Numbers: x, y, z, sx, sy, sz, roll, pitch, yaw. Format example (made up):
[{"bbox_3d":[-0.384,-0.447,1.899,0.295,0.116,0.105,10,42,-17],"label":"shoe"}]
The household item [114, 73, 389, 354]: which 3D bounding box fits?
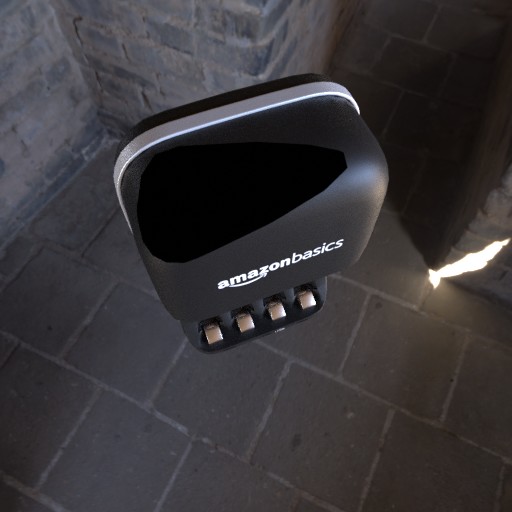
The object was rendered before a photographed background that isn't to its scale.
[{"bbox_3d":[0.000,0.000,0.150,0.070,0.114,0.038,-19,64,-10],"label":"household item"}]
